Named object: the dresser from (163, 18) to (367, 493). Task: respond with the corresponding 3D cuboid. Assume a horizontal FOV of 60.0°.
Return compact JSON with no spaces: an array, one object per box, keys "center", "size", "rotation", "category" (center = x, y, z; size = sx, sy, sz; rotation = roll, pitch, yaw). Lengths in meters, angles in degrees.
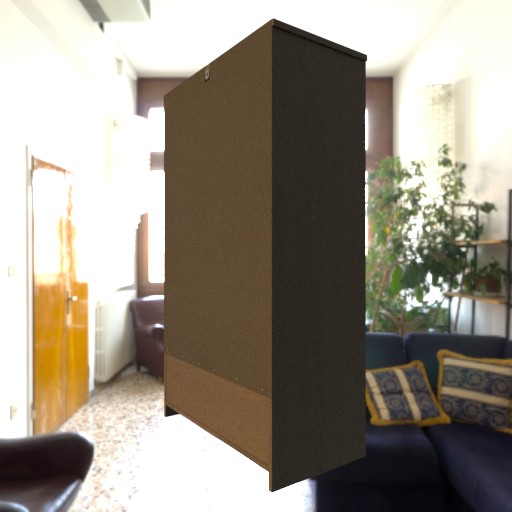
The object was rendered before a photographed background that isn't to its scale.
[{"center":[0.000,0.000,1.568],"size":[0.399,1.255,0.704],"rotation":[0,0,-36],"category":"dresser"}]
